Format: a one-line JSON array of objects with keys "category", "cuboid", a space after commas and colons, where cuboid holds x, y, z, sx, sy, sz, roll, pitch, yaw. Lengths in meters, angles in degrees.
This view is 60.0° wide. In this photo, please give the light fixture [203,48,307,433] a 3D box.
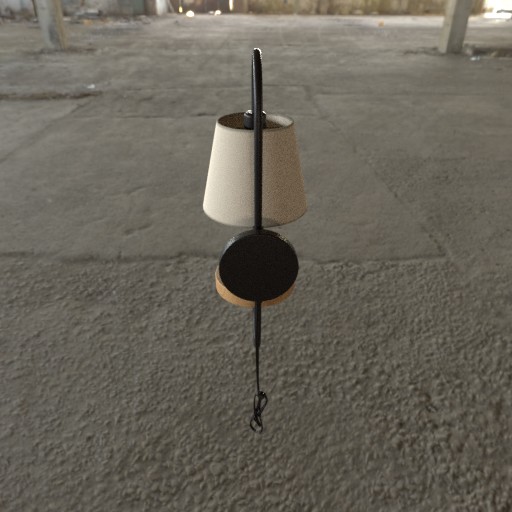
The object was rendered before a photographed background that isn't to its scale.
[{"category": "light fixture", "cuboid": [0.000, 0.000, 0.957, 0.220, 0.821, 0.299, -1, 31, -2]}]
